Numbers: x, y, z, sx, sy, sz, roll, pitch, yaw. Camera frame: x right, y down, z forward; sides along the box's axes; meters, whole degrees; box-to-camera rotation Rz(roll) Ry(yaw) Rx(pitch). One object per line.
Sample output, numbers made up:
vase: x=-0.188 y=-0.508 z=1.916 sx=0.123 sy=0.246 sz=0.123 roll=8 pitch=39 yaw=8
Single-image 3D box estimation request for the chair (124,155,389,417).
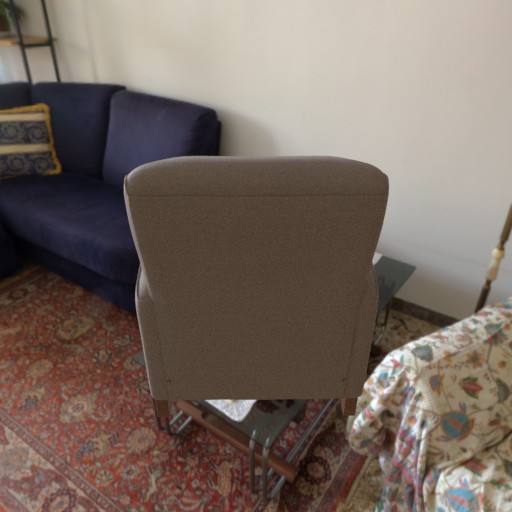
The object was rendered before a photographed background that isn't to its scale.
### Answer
chair: x=0.000 y=0.000 z=1.715 sx=0.845 sy=1.023 sz=0.859 roll=0 pitch=32 yaw=-1
